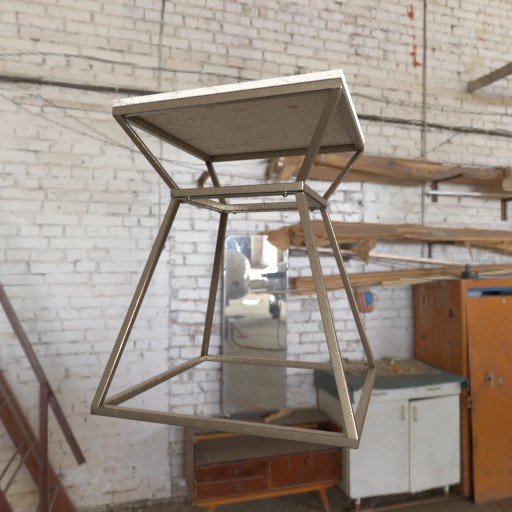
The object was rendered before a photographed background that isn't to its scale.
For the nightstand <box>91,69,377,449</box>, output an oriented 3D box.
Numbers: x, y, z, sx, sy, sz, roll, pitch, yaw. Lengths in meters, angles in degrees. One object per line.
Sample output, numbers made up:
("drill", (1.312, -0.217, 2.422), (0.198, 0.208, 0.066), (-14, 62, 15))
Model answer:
("nightstand", (0.000, 0.000, 0.916), (0.455, 0.554, 0.455), (0, -1, 18))
